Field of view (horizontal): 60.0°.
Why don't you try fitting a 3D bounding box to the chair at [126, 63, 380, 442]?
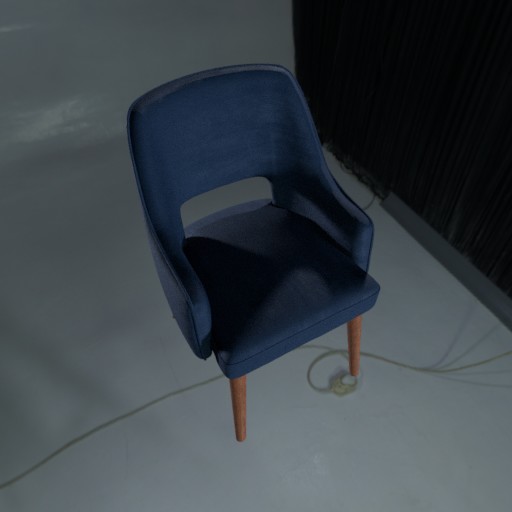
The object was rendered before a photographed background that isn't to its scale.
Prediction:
[{"bbox_3d":[0.000,0.000,1.251,0.559,0.844,0.591,-23,51,-20],"label":"chair"}]
